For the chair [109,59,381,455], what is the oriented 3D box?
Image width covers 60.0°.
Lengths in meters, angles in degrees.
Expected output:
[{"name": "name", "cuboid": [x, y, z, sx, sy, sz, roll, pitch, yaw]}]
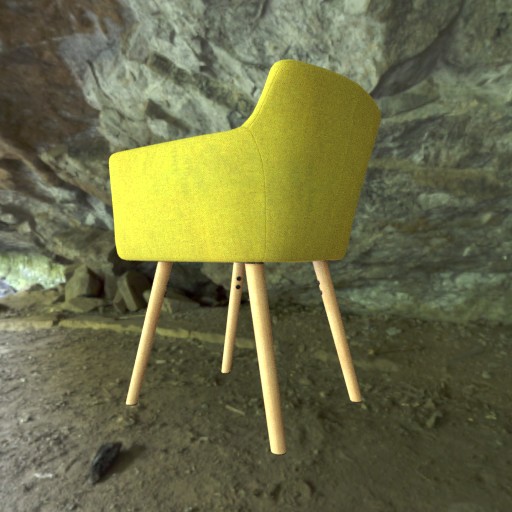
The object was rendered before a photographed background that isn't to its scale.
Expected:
[{"name": "chair", "cuboid": [0.000, 0.000, 1.151, 0.570, 0.780, 0.570, 1, 1, 37]}]
